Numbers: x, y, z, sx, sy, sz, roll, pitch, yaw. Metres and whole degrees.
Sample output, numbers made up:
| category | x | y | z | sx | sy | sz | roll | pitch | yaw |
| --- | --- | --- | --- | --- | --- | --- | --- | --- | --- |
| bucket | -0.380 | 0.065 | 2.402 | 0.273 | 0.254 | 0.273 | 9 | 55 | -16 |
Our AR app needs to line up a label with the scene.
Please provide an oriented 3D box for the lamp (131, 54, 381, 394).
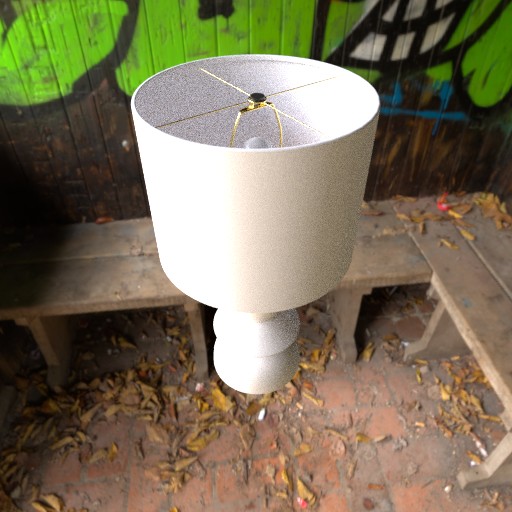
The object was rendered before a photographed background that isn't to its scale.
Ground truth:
| category | x | y | z | sx | sy | sz | roll | pitch | yaw |
| --- | --- | --- | --- | --- | --- | --- | --- | --- | --- |
| lamp | 0.000 | 0.000 | 0.720 | 0.301 | 0.533 | 0.301 | -25 | 47 | -26 |
